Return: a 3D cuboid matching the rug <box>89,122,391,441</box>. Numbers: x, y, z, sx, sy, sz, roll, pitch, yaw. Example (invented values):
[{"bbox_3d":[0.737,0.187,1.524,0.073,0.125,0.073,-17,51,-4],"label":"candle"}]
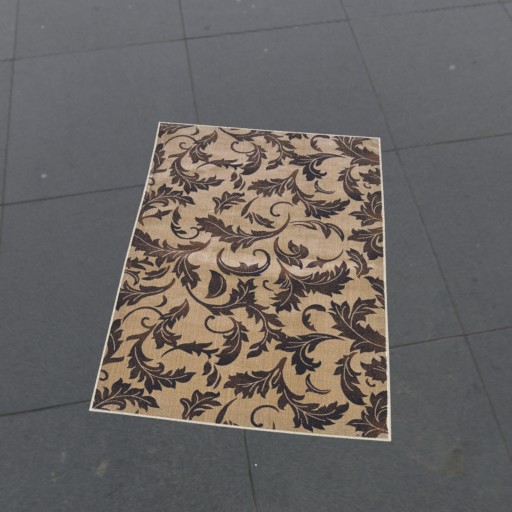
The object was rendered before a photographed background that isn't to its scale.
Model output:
[{"bbox_3d":[0.000,0.000,4.081,2.380,0.008,2.977,5,65,2],"label":"rug"}]
